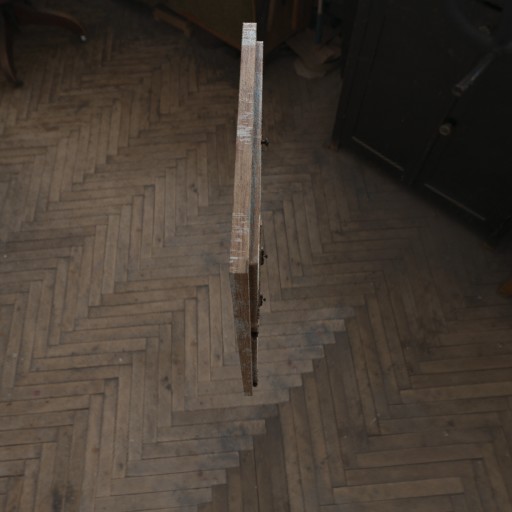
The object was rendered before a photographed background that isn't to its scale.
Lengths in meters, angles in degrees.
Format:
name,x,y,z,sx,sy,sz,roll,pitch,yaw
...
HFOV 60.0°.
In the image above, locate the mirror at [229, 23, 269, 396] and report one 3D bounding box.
name,x,y,z,sx,sy,sz,roll,pitch,yaw
mirror,0.000,0.000,1.506,0.083,1.213,0.707,1,62,1
